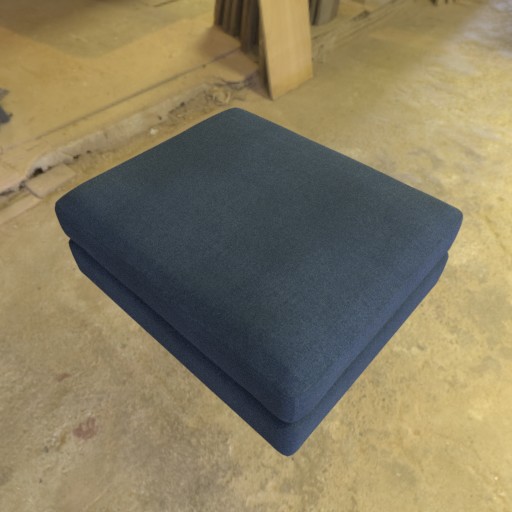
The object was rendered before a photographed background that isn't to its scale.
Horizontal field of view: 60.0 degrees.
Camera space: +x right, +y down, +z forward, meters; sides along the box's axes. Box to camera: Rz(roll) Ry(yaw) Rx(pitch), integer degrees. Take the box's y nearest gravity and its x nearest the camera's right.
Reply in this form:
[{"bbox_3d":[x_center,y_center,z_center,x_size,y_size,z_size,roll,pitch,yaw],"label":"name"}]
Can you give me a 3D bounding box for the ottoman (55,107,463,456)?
[{"bbox_3d":[0.000,0.000,1.244,0.821,0.474,0.693,34,55,28],"label":"ottoman"}]
